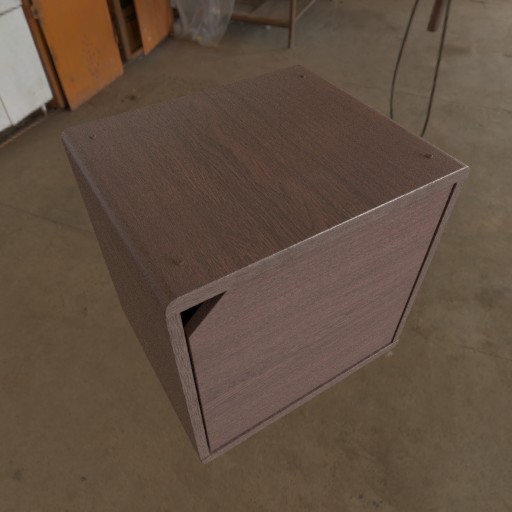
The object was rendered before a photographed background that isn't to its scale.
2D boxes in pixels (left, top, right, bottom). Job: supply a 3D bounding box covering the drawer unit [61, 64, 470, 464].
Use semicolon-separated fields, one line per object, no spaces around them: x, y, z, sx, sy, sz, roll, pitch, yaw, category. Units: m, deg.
0.000;0.000;0.599;0.344;0.344;0.290;-24;51;-21;drawer unit
